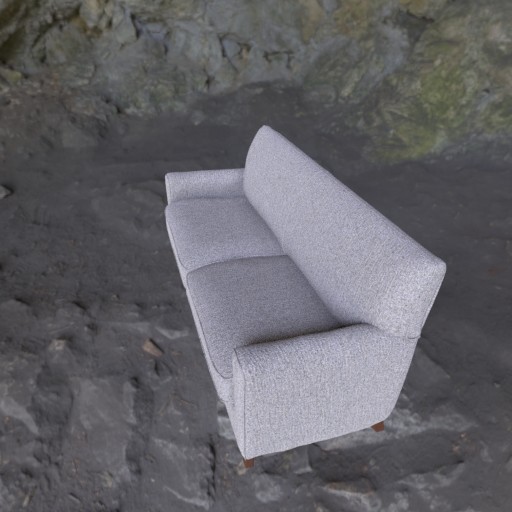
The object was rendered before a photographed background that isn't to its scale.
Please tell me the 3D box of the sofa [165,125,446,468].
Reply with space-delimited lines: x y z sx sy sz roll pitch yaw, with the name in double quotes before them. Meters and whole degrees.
"sofa" 0.000 0.000 2.520 0.854 0.942 2.026 -9 32 -15
